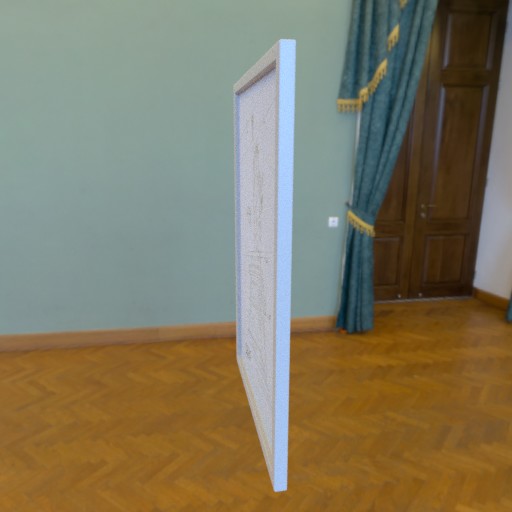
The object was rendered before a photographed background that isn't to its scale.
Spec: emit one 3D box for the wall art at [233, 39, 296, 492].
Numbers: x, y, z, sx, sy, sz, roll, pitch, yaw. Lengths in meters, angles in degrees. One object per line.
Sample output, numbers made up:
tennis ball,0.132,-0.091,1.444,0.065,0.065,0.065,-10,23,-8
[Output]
wall art,0.000,0.000,1.033,0.026,0.813,0.556,-3,15,-10
